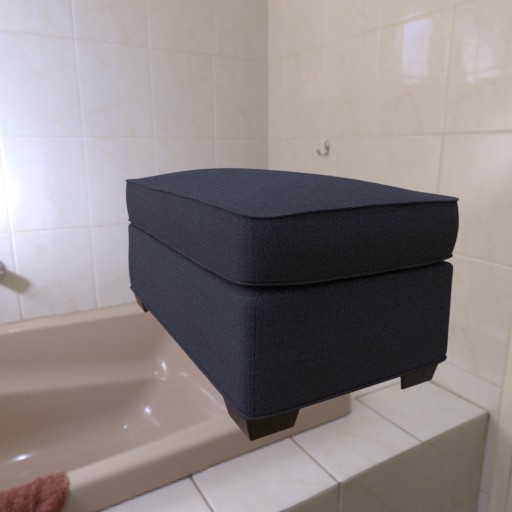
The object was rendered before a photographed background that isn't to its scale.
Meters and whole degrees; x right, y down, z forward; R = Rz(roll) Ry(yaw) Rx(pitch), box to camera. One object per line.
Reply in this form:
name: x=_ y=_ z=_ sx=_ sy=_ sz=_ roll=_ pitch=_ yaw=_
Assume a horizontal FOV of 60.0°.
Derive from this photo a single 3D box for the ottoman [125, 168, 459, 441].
ottoman: x=0.000 y=0.000 z=1.185 sx=0.505 sy=0.453 sz=0.895 roll=-7 pitch=15 yaw=-27
